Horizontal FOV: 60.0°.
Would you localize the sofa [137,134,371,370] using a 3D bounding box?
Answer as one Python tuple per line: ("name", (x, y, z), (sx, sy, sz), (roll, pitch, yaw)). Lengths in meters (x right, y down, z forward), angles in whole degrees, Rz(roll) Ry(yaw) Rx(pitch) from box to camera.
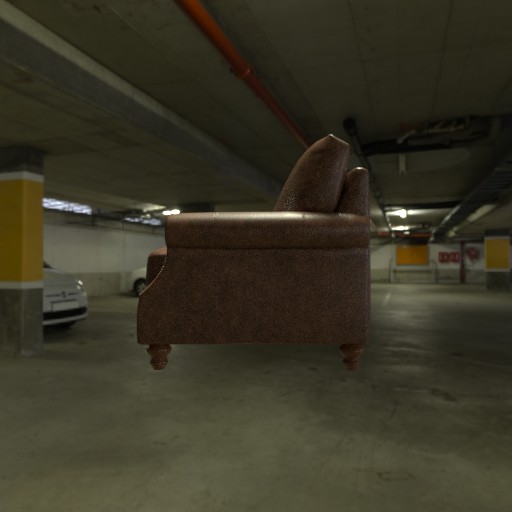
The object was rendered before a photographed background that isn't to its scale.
("sofa", (0.000, 0.000, 2.882), (0.973, 0.977, 2.351), (0, -1, 1))
